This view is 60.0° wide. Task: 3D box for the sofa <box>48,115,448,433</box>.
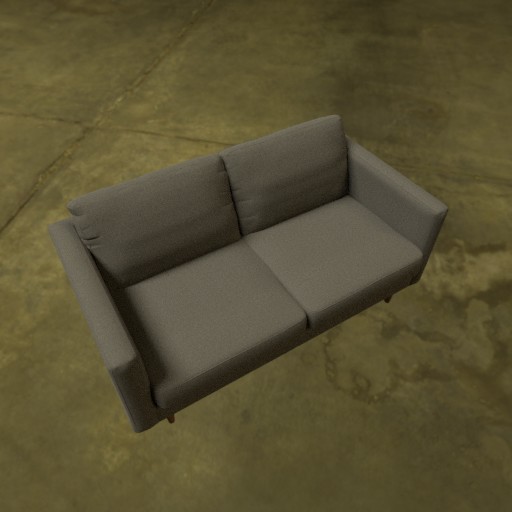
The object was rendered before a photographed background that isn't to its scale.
[{"bbox_3d":[0.000,0.000,2.247,1.713,0.866,0.940,-24,50,-21],"label":"sofa"}]
